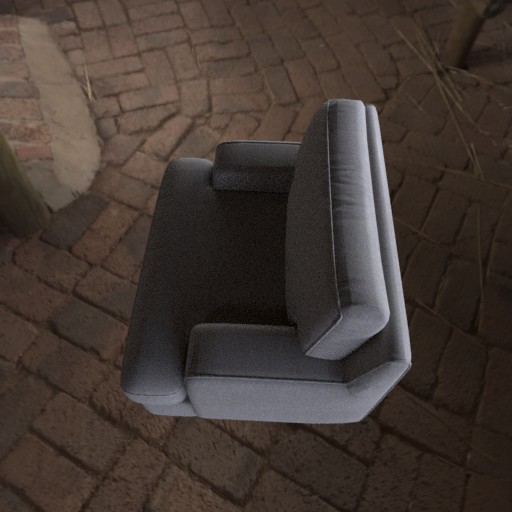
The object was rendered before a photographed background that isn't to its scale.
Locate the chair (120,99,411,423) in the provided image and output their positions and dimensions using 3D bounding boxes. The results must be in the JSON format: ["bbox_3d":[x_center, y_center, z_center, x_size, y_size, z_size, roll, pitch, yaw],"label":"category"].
[{"bbox_3d":[0.000,0.000,1.971,1.043,0.974,1.270,2,58,2],"label":"chair"}]
